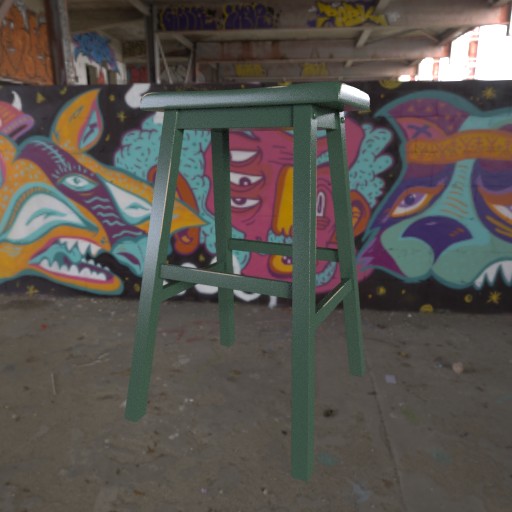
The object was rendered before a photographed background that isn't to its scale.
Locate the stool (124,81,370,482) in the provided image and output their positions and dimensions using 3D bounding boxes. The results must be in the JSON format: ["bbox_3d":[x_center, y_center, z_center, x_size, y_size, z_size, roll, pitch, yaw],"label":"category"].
[{"bbox_3d":[0.000,0.000,1.062,0.457,0.737,0.476,7,16,26],"label":"stool"}]
